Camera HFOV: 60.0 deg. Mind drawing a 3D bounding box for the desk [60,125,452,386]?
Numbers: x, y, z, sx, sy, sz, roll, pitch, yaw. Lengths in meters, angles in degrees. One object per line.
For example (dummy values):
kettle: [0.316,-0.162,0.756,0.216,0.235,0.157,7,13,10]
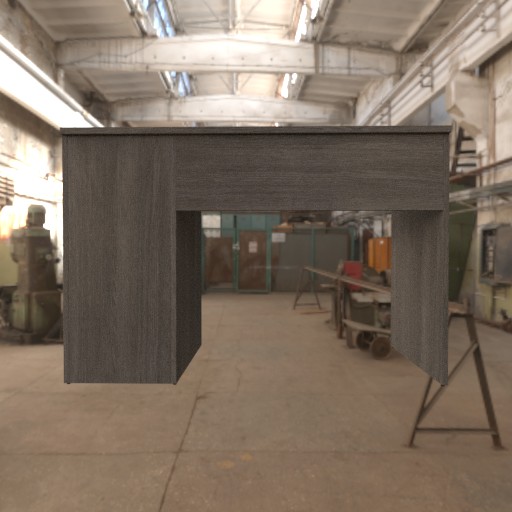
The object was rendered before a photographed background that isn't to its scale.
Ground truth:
desk: [0.000,0.000,1.525,1.097,0.735,0.560,0,1,1]
